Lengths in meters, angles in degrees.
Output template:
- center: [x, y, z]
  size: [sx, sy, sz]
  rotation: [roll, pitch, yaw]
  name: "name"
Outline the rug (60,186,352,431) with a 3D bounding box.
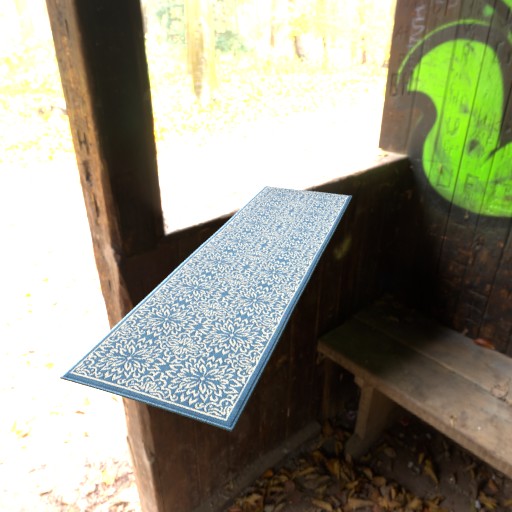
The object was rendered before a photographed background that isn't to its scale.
- center: [0.000, 0.000, 2.363]
  size: [0.662, 0.011, 2.196]
  rotation: [10, 29, 18]
  name: "rug"
